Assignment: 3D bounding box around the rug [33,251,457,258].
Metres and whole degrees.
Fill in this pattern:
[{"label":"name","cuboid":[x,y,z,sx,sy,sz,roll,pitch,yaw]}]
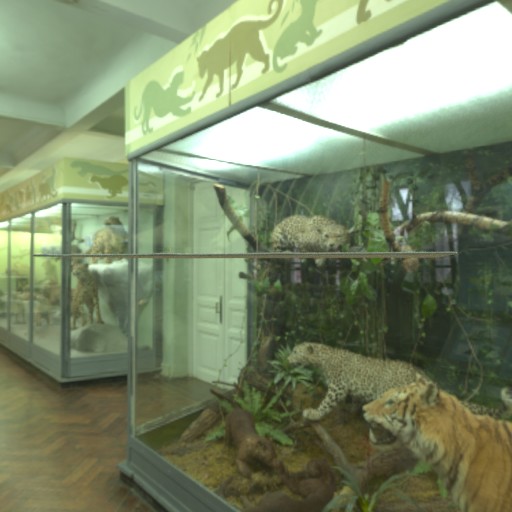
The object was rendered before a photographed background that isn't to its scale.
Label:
[{"label":"rug","cuboid":[0.000,0.000,3.117,2.460,0.016,1.545,0,-1,19]}]
